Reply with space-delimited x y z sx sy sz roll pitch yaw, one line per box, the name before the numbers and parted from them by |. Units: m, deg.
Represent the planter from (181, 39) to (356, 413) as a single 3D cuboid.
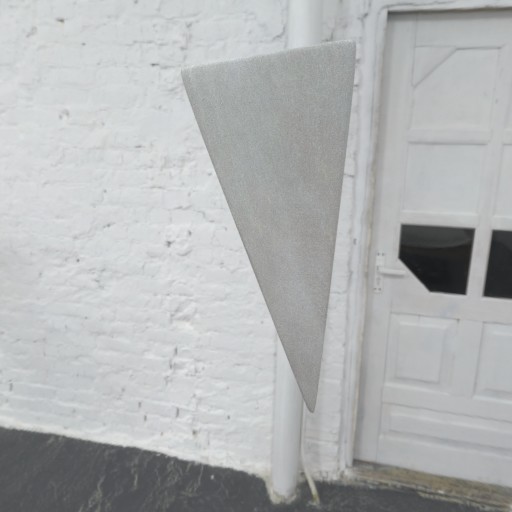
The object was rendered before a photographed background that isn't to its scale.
planter | 0.000 0.000 0.156 0.047 0.130 0.058 -2 15 -8
